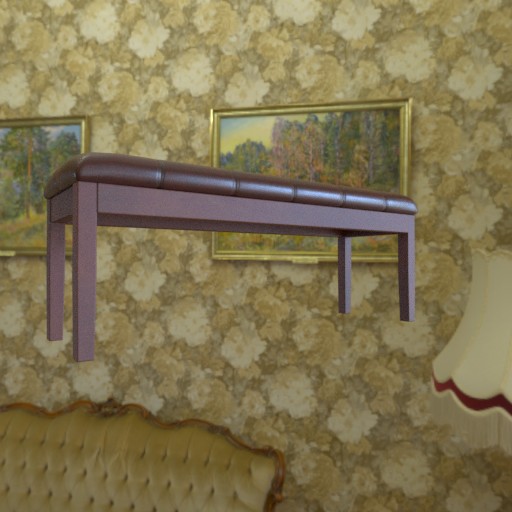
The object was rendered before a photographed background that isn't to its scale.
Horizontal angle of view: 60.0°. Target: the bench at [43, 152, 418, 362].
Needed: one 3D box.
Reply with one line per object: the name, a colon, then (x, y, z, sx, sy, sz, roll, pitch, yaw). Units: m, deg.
bench: (0.000, 0.000, 1.492, 1.259, 0.491, 0.401, 1, -1, -35)
